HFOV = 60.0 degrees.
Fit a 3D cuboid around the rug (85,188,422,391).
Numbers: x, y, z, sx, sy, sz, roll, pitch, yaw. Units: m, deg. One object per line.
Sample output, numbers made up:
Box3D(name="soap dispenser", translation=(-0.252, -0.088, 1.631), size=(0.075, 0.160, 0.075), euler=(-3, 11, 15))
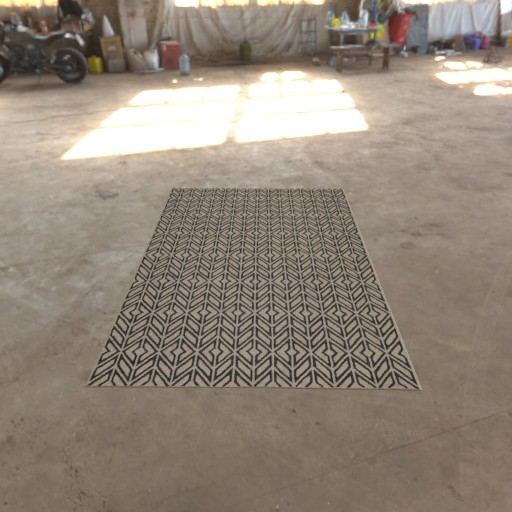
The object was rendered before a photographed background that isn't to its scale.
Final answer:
Box3D(name="rug", translation=(0.000, 0.000, 2.378), size=(1.220, 0.007, 1.828), euler=(0, 32, 1))
